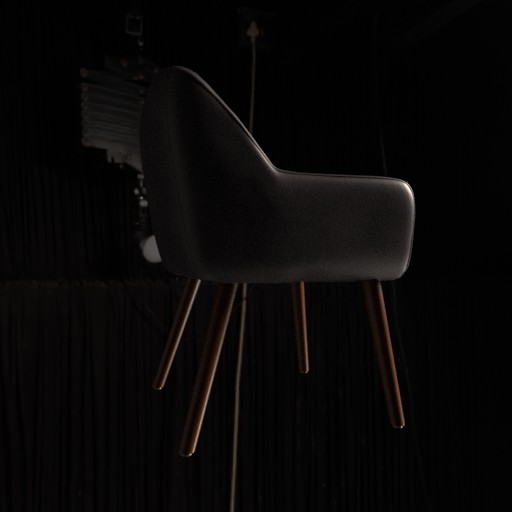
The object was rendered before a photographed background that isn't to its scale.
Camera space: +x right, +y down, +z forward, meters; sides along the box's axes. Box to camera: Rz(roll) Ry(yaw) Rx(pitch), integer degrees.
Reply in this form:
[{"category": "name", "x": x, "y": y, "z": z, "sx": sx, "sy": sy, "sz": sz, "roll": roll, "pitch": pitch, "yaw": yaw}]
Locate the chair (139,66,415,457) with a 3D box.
[{"category": "chair", "x": 0.000, "y": 0.000, "z": 1.233, "sx": 0.610, "sy": 0.828, "sz": 0.610, "roll": 0, "pitch": 0, "yaw": -19}]
